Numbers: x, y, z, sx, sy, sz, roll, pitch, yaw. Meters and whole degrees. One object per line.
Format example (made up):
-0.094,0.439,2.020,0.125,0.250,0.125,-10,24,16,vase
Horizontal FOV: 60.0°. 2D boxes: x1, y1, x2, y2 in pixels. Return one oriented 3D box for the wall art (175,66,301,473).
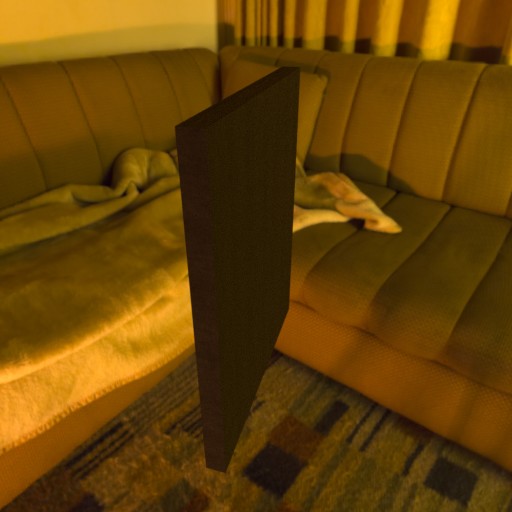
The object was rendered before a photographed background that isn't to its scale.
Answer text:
0.000,0.000,0.768,0.034,0.552,0.455,9,32,14,wall art
